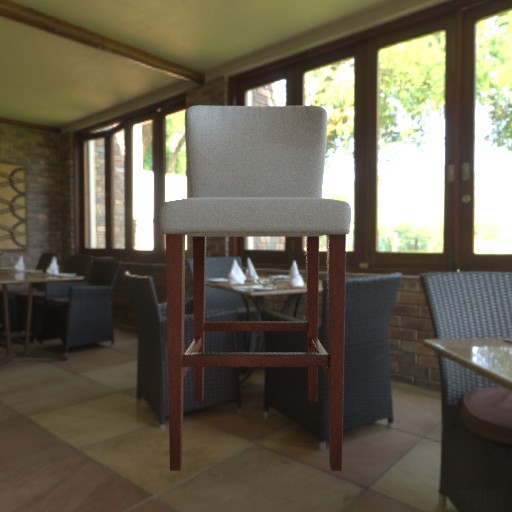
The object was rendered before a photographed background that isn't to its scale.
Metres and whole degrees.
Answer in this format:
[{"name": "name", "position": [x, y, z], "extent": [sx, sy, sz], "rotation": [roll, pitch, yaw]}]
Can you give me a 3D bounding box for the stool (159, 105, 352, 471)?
[{"name": "stool", "position": [0.000, 0.000, 1.358], "extent": [0.479, 1.069, 0.568], "rotation": [0, 2, 0]}]
